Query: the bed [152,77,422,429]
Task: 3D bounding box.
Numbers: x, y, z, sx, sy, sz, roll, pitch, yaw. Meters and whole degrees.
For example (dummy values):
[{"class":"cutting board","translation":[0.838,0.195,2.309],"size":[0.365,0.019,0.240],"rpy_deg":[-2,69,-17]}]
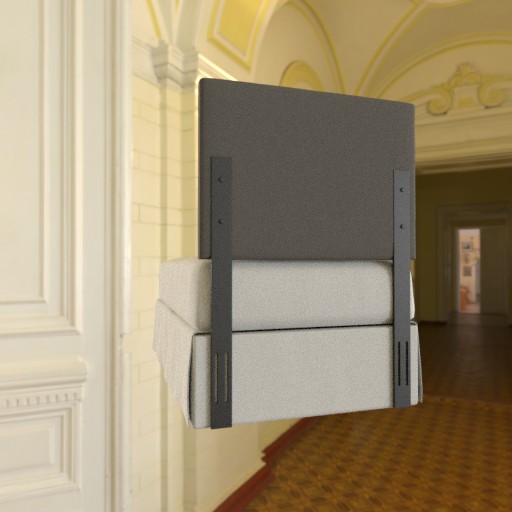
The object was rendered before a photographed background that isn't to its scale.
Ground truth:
[{"class":"bed","translation":[0.000,0.000,3.059],"size":[1.261,1.571,1.997],"rpy_deg":[0,-1,-17]}]
